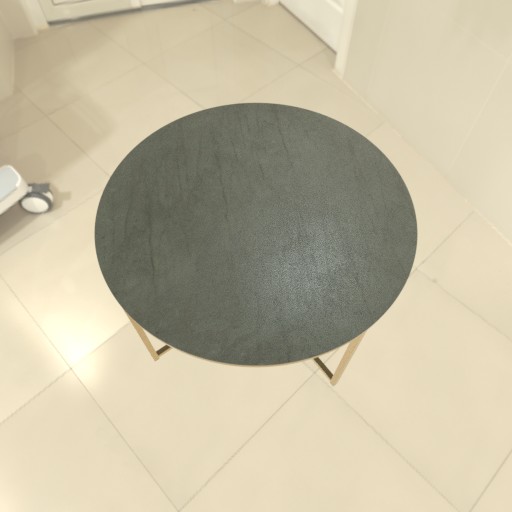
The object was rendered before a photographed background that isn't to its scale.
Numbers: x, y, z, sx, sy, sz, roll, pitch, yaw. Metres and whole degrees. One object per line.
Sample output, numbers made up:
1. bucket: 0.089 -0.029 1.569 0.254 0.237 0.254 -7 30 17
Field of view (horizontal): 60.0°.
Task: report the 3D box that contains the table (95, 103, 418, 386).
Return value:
1. table: 0.000 0.000 1.309 0.800 0.450 0.800 0 59 0
